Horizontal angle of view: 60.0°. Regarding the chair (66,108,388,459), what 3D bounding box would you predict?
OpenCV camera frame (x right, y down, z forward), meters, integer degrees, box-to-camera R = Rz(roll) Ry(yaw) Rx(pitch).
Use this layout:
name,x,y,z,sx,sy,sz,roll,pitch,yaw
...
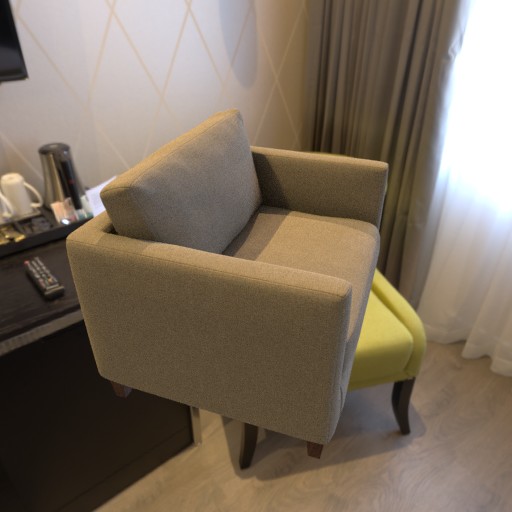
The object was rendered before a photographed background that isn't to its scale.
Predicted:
name,x,y,z,sx,sy,sz,roll,pitch,yaw
chair,0.000,0.000,1.851,0.959,0.963,1.107,11,34,17
